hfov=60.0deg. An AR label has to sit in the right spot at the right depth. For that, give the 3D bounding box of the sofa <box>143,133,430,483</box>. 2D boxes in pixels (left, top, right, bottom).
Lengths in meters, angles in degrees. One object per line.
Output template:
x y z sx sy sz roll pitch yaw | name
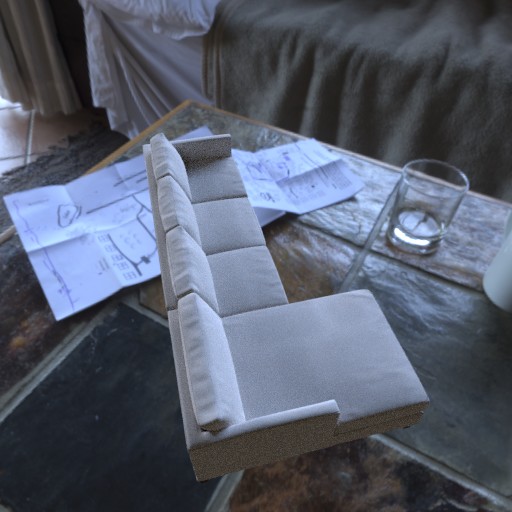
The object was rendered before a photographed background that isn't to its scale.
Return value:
0.000 0.000 3.851 1.625 0.861 3.186 -11 48 -10 | sofa
